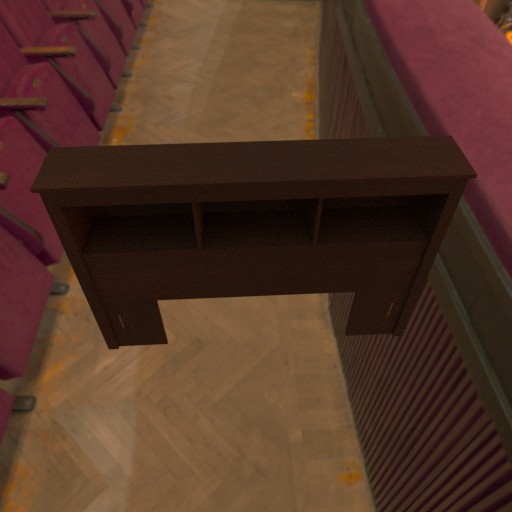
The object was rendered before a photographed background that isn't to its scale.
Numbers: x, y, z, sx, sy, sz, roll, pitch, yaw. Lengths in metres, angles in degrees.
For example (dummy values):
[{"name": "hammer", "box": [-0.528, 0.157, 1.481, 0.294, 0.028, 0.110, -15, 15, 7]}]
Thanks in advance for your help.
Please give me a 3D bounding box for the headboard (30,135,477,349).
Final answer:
[{"name": "headboard", "box": [0.000, 0.000, 2.143, 1.671, 1.092, 0.279, -2, 46, -2]}]
